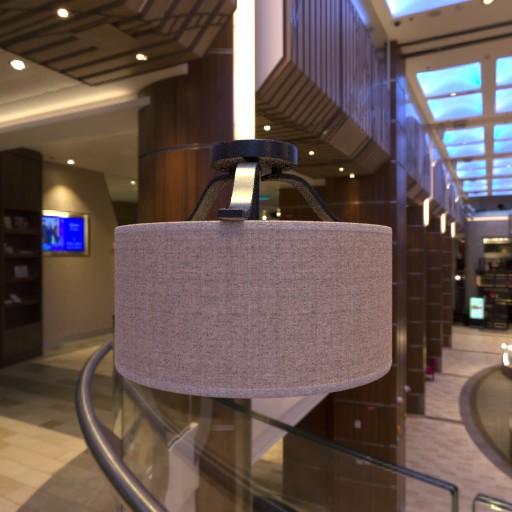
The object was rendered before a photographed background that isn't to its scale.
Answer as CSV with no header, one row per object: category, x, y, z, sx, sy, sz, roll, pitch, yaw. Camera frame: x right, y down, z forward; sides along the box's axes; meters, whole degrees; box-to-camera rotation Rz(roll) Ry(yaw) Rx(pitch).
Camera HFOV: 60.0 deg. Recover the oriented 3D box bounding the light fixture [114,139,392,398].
light fixture,0.000,0.000,0.641,0.390,0.306,0.390,0,0,0
